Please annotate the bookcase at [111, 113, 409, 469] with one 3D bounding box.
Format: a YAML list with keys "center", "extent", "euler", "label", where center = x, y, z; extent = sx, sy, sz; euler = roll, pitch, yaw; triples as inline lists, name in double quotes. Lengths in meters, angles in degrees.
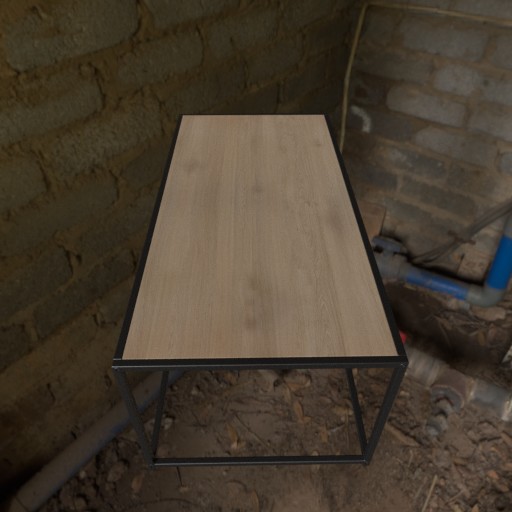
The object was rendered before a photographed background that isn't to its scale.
- center: [0.000, 0.000, 1.248]
  extent: [0.500, 0.400, 1.000]
  euler: [-1, 41, -1]
  label: "bookcase"
